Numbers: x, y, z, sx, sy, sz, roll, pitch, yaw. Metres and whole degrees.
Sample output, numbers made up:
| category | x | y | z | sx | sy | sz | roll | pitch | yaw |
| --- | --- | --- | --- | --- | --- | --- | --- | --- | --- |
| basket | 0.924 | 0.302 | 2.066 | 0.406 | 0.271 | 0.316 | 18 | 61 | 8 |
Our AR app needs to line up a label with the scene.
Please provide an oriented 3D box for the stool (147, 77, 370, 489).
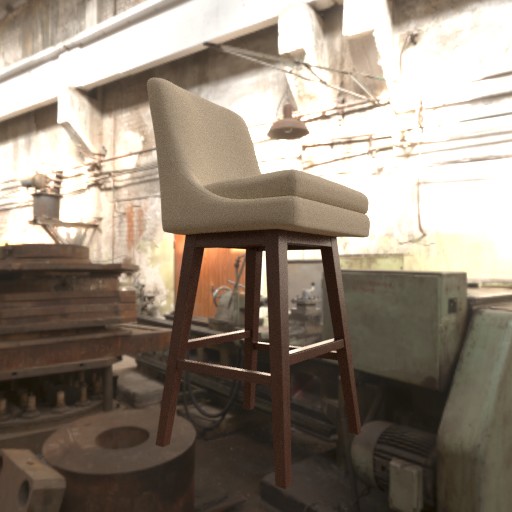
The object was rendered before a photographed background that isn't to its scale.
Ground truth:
| category | x | y | z | sx | sy | sz | roll | pitch | yaw |
| --- | --- | --- | --- | --- | --- | --- | --- | --- | --- |
| stool | 0.000 | 0.000 | 1.351 | 0.559 | 1.093 | 0.483 | -1 | -2 | 36 |
